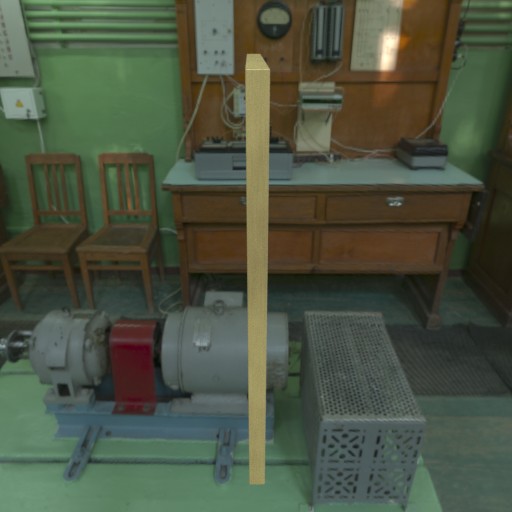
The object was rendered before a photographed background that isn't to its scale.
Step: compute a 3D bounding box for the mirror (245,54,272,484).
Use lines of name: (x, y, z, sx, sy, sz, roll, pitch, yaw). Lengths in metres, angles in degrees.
mirror: (0.000, 0.000, 1.127, 0.041, 0.915, 0.609, 0, 26, -1)
